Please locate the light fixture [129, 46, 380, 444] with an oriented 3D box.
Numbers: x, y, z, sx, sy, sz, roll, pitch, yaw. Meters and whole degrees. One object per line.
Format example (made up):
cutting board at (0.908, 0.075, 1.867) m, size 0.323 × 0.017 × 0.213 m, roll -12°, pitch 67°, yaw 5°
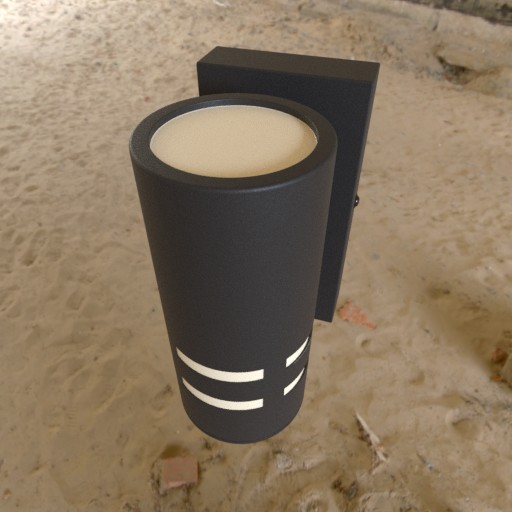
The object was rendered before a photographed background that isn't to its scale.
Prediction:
light fixture at (0.000, 0.000, 0.253) m, size 0.098 × 0.179 × 0.138 m, roll 12°, pitch 43°, yaw 13°
